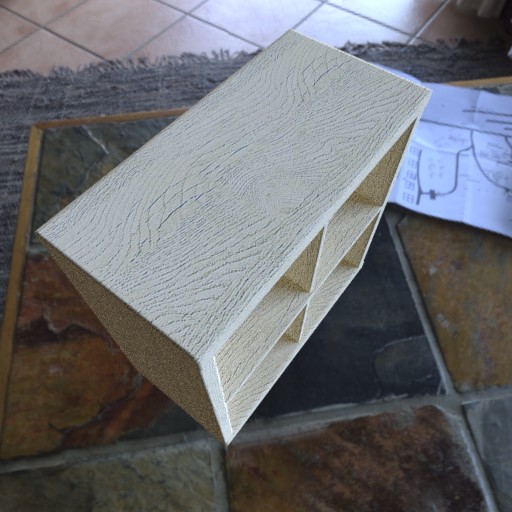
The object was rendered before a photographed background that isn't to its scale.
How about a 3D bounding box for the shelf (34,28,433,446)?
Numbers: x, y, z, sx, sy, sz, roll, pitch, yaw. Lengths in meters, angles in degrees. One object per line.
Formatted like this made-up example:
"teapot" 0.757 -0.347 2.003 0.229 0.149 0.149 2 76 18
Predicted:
"shelf" 0.000 0.000 1.226 0.390 0.786 0.790 33 64 19
